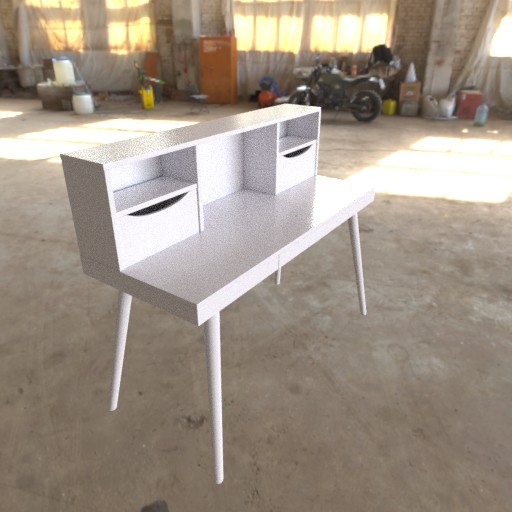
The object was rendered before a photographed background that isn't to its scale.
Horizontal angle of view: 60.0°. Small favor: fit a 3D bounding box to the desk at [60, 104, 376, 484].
[{"bbox_3d":[0.000,0.000,1.775,0.559,0.990,1.199,18,32,31],"label":"desk"}]
